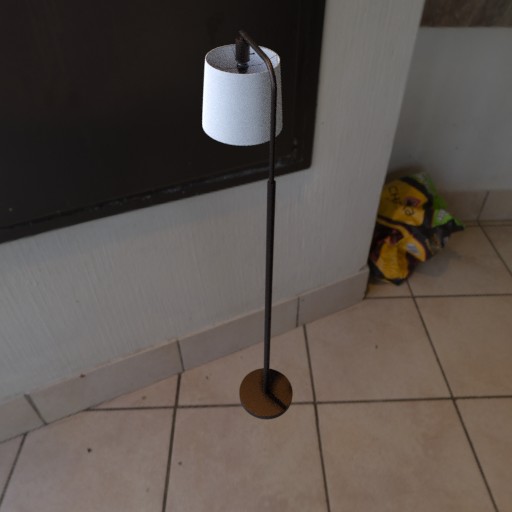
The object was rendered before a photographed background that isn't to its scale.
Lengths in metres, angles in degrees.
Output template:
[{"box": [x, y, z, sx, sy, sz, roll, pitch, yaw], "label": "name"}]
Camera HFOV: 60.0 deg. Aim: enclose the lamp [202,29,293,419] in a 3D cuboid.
[{"box": [0.000, 0.000, 1.632, 0.254, 1.478, 0.508, -14, 43, -15], "label": "lamp"}]
